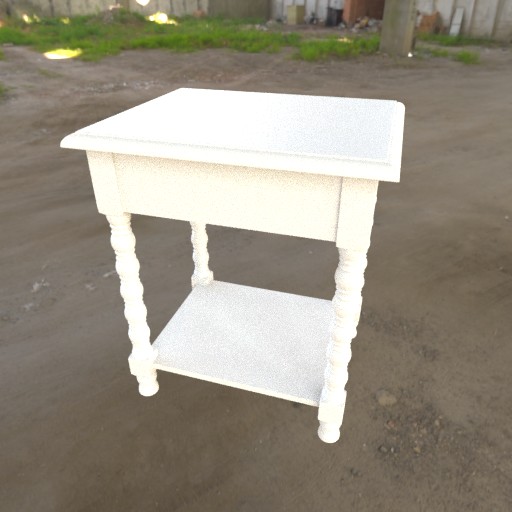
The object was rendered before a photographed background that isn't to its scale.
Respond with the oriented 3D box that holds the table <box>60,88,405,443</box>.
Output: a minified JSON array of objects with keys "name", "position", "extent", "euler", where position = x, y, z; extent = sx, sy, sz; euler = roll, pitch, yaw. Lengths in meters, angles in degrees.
[{"name":"table","position":[0.000,0.000,0.848],"extent":[0.460,0.531,0.381],"euler":[9,32,15]}]
